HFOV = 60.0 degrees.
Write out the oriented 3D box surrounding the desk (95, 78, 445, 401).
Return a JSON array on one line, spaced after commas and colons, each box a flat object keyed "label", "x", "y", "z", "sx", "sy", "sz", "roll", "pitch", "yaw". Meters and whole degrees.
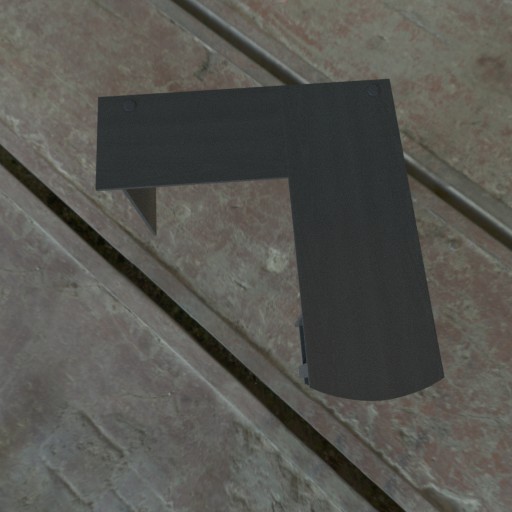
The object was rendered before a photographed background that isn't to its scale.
[{"label": "desk", "x": 0.000, "y": 0.000, "z": 2.130, "sx": 1.303, "sy": 0.716, "sz": 1.361, "roll": -4, "pitch": 74, "yaw": -1}]
